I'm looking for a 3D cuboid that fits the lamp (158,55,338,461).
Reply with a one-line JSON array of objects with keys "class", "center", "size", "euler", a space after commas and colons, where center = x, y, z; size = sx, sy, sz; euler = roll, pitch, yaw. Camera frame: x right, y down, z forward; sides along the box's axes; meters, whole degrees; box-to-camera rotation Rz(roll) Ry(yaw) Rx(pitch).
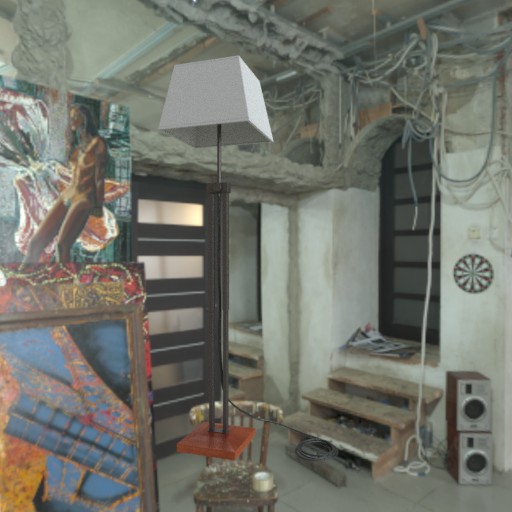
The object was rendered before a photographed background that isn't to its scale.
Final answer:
[{"class": "lamp", "center": [0.000, 0.000, 2.026], "size": [0.745, 1.712, 0.472], "euler": [0, 0, 18]}]
